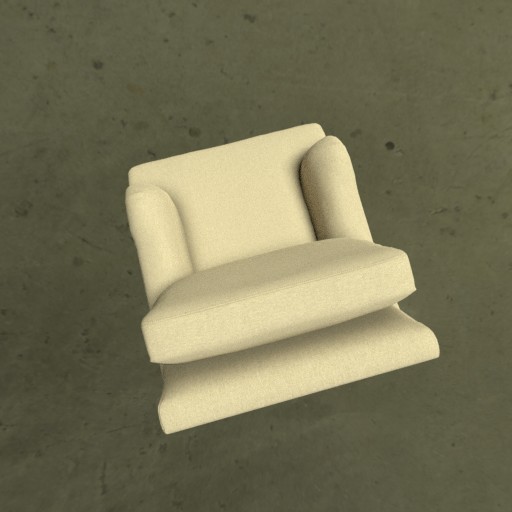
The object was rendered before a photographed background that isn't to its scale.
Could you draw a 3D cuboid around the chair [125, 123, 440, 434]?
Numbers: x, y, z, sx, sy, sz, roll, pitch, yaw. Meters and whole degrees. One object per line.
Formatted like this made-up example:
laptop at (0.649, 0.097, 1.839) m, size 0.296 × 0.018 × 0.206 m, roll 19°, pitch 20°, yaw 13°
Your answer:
chair at (0.000, 0.000, 1.809) m, size 0.895 × 1.076 × 1.078 m, roll -15°, pitch 76°, yaw -4°
